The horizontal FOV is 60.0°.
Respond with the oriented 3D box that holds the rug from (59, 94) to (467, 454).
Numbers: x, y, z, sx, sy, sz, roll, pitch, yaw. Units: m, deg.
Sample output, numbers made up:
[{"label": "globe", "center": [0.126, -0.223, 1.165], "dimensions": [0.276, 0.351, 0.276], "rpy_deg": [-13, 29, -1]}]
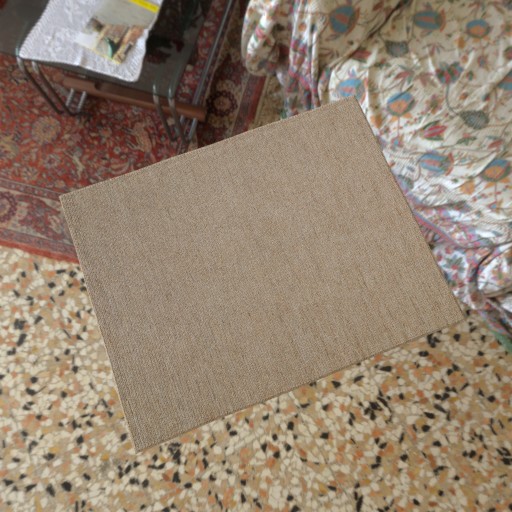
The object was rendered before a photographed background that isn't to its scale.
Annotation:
[{"label": "rug", "center": [0.000, 0.000, 4.021], "dimensions": [3.034, 0.012, 2.406], "rpy_deg": [-20, 77, -5]}]
